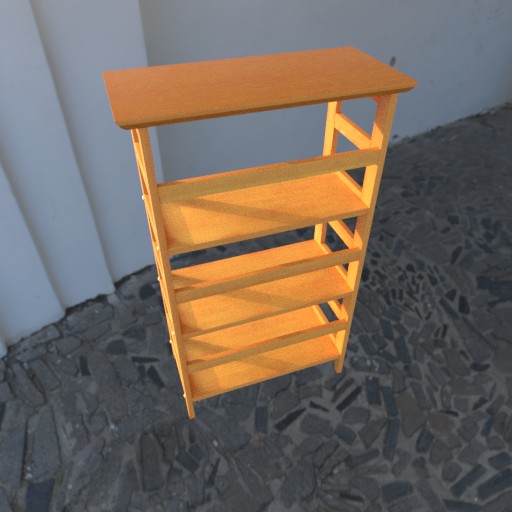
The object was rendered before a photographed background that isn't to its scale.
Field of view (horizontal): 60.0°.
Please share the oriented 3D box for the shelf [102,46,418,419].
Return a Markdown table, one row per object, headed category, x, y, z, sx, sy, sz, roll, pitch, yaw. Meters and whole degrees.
| category | x | y | z | sx | sy | sz | roll | pitch | yaw |
| --- | --- | --- | --- | --- | --- | --- | --- | --- | --- |
| shelf | 0.000 | 0.000 | 1.354 | 0.660 | 1.067 | 0.305 | -13 | 41 | -15 |
